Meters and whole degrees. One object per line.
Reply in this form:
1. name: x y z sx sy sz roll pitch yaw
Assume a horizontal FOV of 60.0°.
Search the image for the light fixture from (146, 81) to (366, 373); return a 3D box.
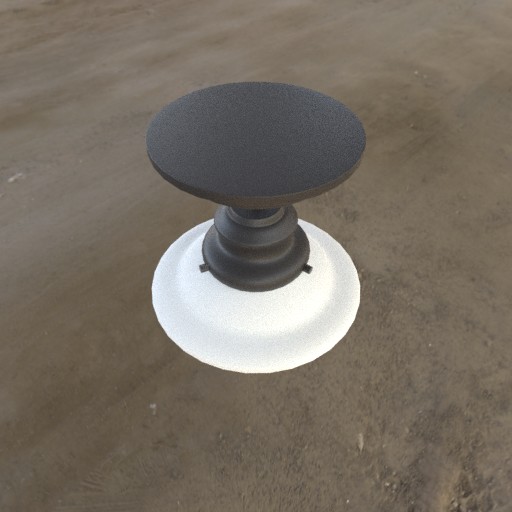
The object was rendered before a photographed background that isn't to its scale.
1. light fixture: 0.000 0.000 0.400 0.197 0.254 0.197 0 46 0
